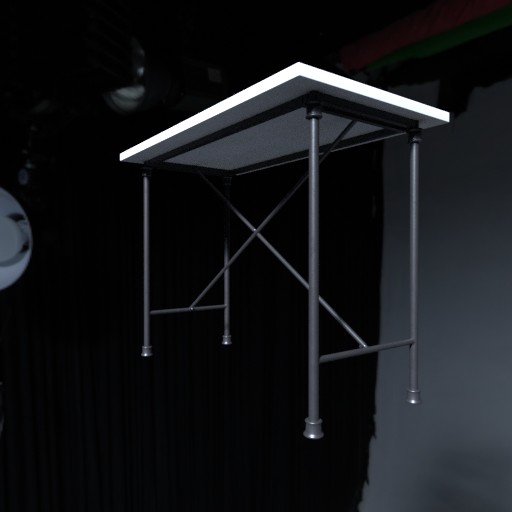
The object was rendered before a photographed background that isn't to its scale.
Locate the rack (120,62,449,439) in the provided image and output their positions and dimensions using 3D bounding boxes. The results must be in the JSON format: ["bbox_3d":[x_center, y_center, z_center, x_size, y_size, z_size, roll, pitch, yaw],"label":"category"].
[{"bbox_3d":[0.000,0.000,1.641,0.613,0.880,1.159,0,1,-36],"label":"rack"}]
